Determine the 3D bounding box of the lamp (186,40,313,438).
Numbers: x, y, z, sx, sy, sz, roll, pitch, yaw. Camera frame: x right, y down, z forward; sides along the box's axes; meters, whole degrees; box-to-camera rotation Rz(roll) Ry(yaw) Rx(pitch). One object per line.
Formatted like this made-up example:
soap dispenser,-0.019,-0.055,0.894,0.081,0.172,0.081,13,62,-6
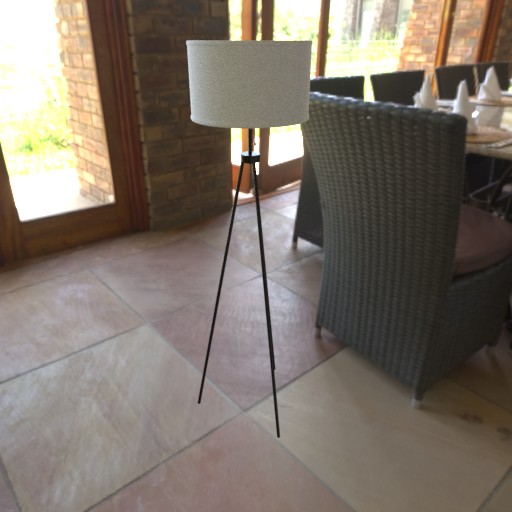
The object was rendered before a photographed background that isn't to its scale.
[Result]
lamp,0.000,0.000,1.766,0.448,1.545,0.458,-18,31,-33
